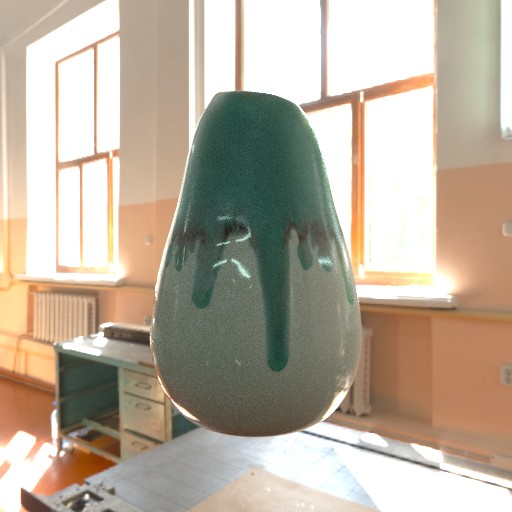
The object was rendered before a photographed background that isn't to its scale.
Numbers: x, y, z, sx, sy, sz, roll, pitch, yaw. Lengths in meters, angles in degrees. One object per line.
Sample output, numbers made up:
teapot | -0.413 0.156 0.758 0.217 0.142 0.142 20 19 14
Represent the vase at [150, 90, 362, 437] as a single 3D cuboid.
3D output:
vase | 0.000 0.000 0.250 0.116 0.179 0.116 0 0 0
